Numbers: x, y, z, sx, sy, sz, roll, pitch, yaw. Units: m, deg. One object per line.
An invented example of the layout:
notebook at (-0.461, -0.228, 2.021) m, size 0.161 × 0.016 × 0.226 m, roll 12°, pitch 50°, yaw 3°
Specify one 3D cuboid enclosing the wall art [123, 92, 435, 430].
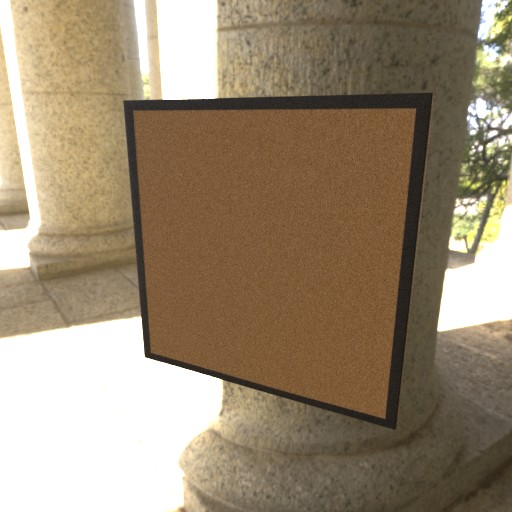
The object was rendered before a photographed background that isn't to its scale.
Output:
wall art at (0.000, 0.000, 1.024) m, size 0.695 × 0.691 × 0.029 m, roll 8°, pitch 19°, yaw 25°
